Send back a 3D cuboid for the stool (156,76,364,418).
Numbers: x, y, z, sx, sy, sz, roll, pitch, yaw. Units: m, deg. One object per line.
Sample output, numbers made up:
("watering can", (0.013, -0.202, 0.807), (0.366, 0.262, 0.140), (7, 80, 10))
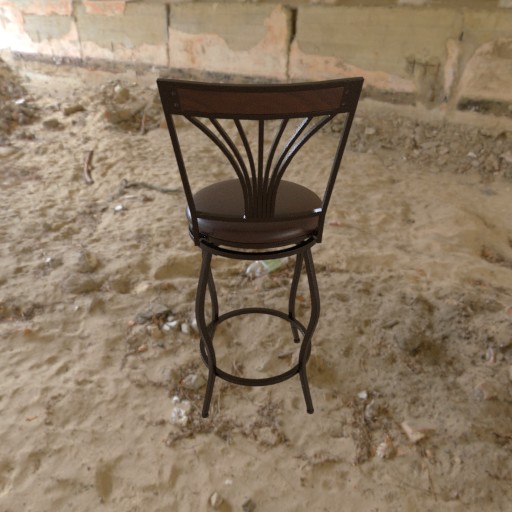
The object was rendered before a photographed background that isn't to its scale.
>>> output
("stool", (0.000, 0.000, 1.395), (0.433, 1.117, 0.514), (-1, 30, -2))
